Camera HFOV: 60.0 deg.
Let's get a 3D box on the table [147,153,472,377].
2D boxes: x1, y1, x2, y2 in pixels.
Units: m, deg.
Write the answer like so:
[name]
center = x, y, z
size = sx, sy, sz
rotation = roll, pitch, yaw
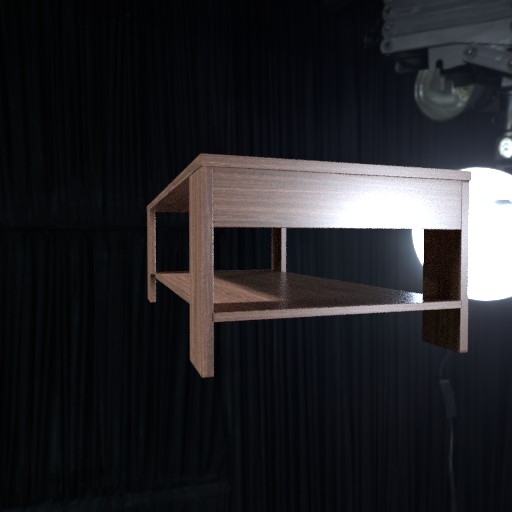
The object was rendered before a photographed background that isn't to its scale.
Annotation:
[table]
center = 0.000, 0.000, 1.451
size = 0.600, 0.400, 1.200
rotation = -1, 2, -18
